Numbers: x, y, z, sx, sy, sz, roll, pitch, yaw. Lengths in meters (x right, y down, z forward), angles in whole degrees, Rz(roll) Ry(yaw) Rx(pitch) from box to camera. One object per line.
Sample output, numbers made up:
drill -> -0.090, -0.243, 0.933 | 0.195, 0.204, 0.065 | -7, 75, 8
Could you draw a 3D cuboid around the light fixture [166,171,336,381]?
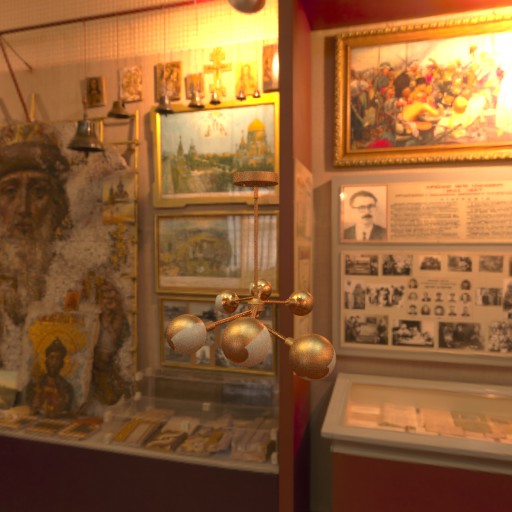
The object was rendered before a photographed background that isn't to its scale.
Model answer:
light fixture -> 0.000, 0.000, 0.993 | 0.434, 0.362, 0.778 | 0, 2, 18
